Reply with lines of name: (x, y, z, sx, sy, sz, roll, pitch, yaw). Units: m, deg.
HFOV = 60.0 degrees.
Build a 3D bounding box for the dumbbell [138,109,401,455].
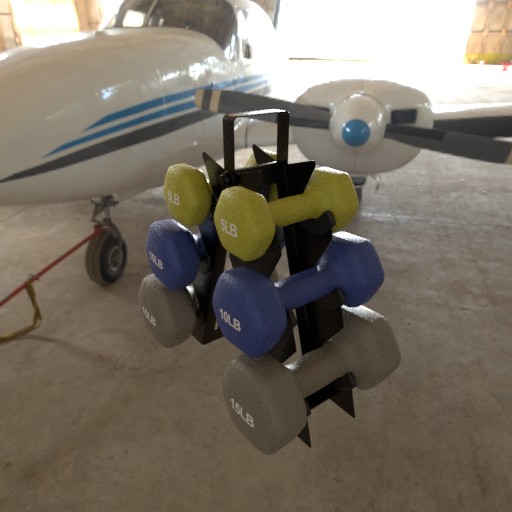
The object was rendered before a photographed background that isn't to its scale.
dumbbell: (0.000, 0.000, 0.684, 0.261, 0.426, 0.416, -18, 31, -33)
